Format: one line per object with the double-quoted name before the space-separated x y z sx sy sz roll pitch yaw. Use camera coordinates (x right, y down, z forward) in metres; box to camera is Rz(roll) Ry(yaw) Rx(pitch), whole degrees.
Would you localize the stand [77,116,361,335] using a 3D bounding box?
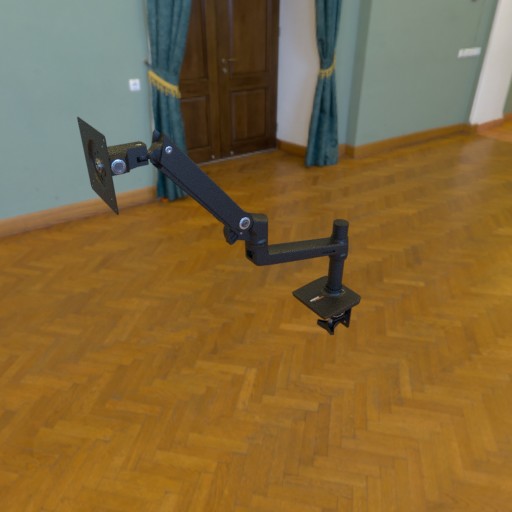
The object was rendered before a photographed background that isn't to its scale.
"stand" 0.000 0.000 1.055 0.650 0.713 0.152 -20 36 -29
